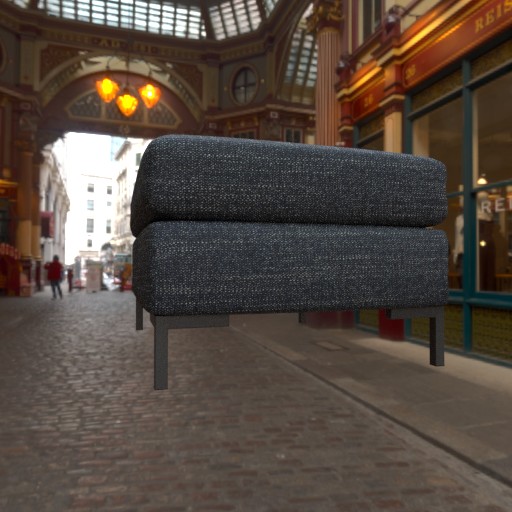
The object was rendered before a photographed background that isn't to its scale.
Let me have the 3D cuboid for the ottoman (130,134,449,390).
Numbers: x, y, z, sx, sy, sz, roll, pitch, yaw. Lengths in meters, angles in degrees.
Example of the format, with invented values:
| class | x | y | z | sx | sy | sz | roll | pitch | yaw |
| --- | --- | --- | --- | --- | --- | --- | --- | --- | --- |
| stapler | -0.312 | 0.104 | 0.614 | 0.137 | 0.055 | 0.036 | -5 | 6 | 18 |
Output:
| class | x | y | z | sx | sy | sz | roll | pitch | yaw |
| --- | --- | --- | --- | --- | --- | --- | --- | --- | --- |
| ottoman | 0.000 | 0.000 | 1.242 | 0.667 | 0.491 | 0.814 | 0 | -1 | -18 |
